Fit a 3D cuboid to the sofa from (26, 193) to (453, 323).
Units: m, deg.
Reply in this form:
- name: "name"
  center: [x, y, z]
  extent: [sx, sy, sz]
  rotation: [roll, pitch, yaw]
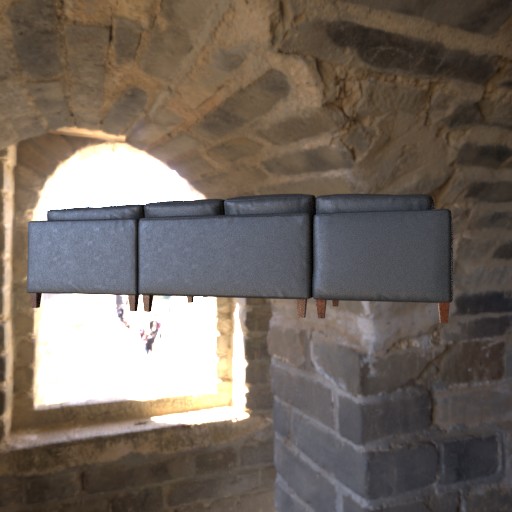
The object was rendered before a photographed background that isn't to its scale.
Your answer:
- name: "sofa"
  center: [0.000, 0.000, 4.580]
  extent: [3.460, 0.923, 2.593]
  rotation: [0, -1, 17]
